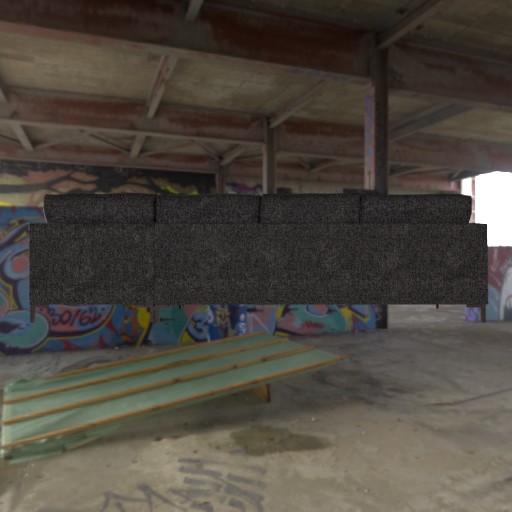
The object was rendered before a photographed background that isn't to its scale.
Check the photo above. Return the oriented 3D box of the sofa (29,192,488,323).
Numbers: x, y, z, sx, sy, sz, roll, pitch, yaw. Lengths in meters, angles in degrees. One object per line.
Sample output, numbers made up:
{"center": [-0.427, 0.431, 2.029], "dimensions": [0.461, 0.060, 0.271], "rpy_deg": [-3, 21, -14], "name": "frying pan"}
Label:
{"center": [0.000, 0.000, 3.965], "dimensions": [3.384, 0.970, 1.488], "rpy_deg": [0, 0, 0], "name": "sofa"}
